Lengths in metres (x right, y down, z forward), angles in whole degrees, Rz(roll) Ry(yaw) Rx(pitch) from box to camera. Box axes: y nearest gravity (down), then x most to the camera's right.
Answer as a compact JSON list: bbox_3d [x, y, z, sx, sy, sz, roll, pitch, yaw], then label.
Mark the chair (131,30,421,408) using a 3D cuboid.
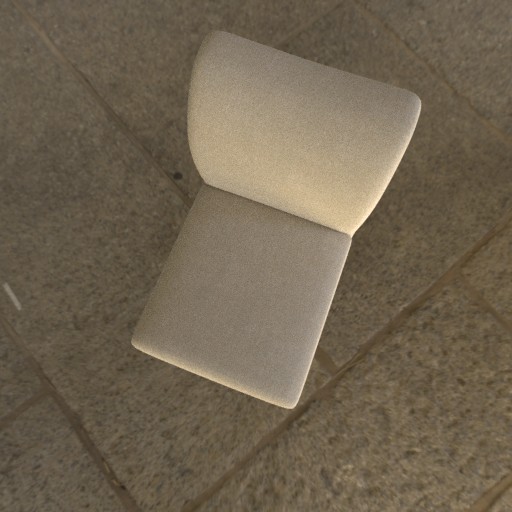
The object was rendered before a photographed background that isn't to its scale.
[{"bbox_3d":[0.000,0.000,1.299,0.521,0.833,0.754,20,76,5],"label":"chair"}]
